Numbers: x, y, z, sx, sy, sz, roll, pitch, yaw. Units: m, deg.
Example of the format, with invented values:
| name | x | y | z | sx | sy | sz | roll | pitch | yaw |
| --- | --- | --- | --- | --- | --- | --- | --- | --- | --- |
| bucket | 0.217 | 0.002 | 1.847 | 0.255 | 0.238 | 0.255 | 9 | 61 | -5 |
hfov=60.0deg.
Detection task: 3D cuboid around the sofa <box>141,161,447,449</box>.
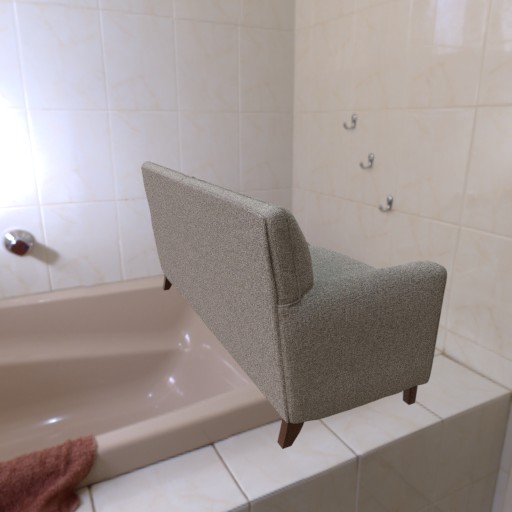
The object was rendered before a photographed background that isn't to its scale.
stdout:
| name | x | y | z | sx | sy | sz | roll | pitch | yaw |
| --- | --- | --- | --- | --- | --- | --- | --- | --- | --- |
| sofa | 0.000 | 0.000 | 2.518 | 0.854 | 0.942 | 2.026 | -8 | 18 | -24 |
